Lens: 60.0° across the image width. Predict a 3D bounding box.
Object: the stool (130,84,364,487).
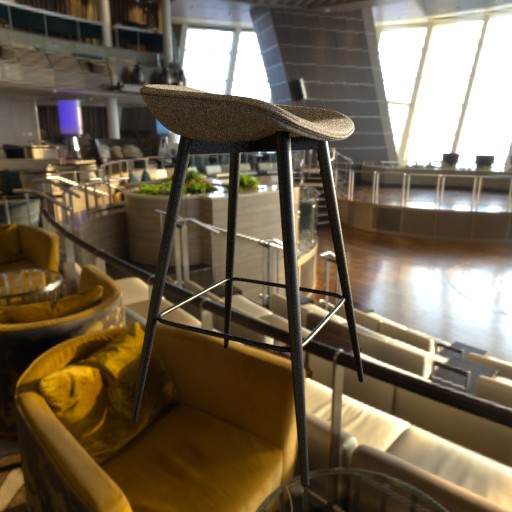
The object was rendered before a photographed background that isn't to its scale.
[{"bbox_3d":[0.000,0.000,1.110,0.480,0.814,0.469,8,17,26],"label":"stool"}]
